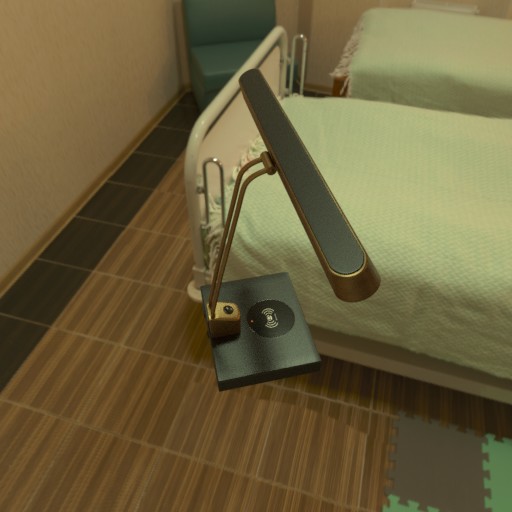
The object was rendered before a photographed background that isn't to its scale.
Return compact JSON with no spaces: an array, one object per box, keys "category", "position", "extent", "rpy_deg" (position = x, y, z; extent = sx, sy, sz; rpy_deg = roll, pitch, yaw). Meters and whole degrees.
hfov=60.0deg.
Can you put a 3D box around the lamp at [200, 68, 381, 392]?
[{"category":"lamp","position":[0.000,0.000,0.597],"extent":[0.156,0.345,0.412],"rpy_deg":[-9,46,-9]}]
